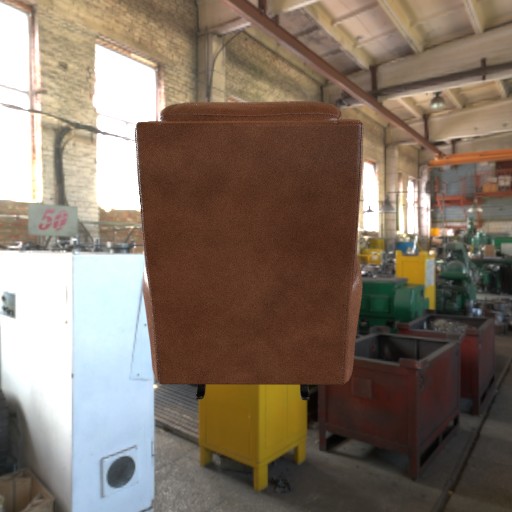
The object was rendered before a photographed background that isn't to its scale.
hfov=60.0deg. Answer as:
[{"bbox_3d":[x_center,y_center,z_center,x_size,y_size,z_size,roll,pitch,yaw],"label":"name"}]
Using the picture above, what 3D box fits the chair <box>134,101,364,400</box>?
[{"bbox_3d":[0.000,0.000,1.835,0.821,1.016,1.072,0,1,1],"label":"chair"}]
